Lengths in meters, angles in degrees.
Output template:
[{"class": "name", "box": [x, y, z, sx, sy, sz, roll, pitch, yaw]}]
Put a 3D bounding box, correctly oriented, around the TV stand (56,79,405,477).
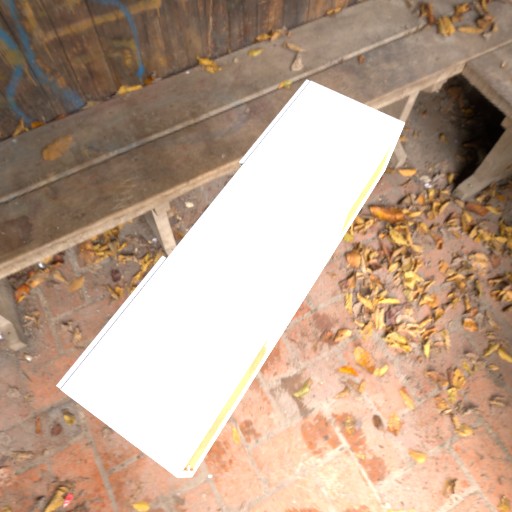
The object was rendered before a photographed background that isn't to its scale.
[{"class": "TV stand", "box": [0.000, 0.000, 1.574, 0.420, 0.310, 1.400, 30, 67, 14]}]
